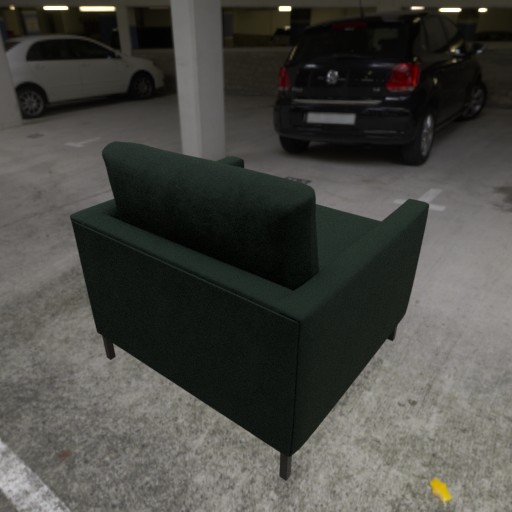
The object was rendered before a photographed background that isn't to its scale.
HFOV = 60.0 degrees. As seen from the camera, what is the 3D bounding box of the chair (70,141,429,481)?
[{"bbox_3d":[0.000,0.000,1.629,0.963,0.861,0.866,21,36,32],"label":"chair"}]
